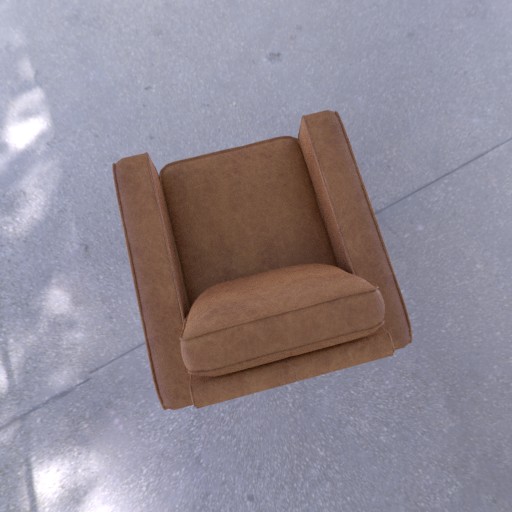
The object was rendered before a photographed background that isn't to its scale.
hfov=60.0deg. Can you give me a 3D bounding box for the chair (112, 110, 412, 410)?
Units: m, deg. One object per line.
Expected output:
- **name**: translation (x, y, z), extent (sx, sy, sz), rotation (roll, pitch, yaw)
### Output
- **chair**: translation (0.000, 0.000, 1.804), extent (0.987, 0.901, 1.027), rotation (-17, 77, -4)
